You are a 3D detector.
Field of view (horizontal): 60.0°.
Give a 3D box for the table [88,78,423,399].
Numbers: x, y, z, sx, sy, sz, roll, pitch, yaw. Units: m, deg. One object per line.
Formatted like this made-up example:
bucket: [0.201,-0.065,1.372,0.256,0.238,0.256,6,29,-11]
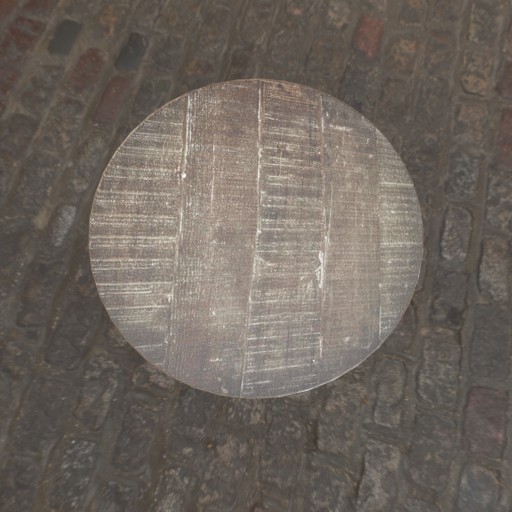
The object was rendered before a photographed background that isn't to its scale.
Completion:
table: [0.000,0.000,0.951,0.557,0.437,0.557,0,76,0]
